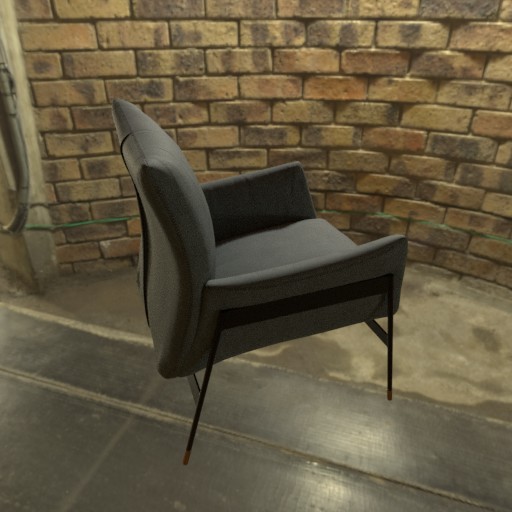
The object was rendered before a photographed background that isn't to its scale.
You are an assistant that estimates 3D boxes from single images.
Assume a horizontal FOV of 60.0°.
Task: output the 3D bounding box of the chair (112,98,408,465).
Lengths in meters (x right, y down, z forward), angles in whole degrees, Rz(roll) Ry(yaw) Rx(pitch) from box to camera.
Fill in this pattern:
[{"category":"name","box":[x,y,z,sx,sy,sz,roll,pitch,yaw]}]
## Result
[{"category":"chair","box":[0.000,0.000,1.364,0.709,0.858,0.678,-10,31,-17]}]
